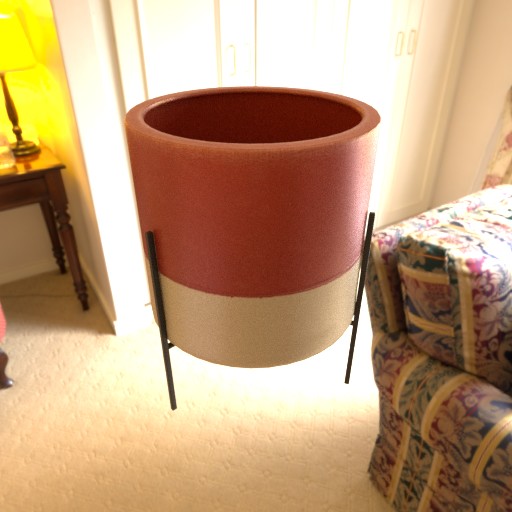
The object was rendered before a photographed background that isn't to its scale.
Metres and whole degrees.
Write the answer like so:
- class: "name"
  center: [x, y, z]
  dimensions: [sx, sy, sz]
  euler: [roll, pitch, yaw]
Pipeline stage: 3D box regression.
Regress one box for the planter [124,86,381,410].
- class: "planter"
  center: [0.000, 0.000, 0.724]
  dimensions: [0.354, 0.465, 0.345]
  euler: [10, 33, 16]
